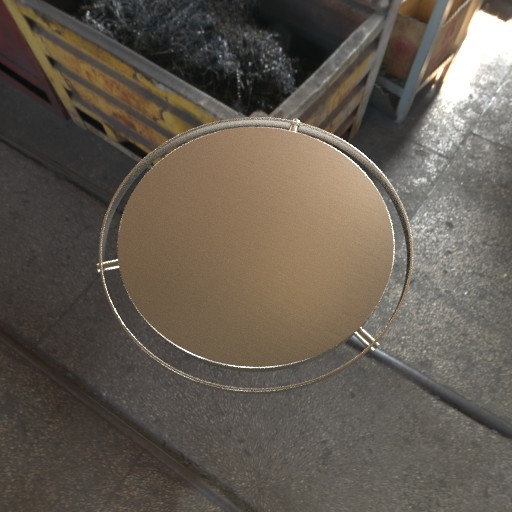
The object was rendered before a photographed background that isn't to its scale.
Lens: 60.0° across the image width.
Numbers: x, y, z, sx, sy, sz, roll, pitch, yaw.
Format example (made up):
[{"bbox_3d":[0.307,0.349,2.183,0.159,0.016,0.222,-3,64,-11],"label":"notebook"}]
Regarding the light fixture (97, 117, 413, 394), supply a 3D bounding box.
[{"bbox_3d":[0.000,0.000,0.568,0.361,0.130,0.361,0,62,0],"label":"light fixture"}]
